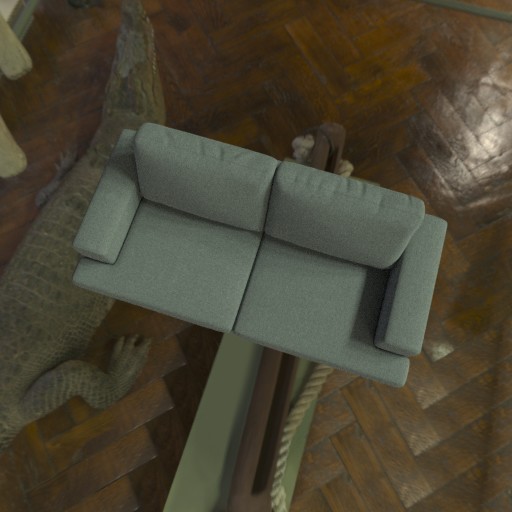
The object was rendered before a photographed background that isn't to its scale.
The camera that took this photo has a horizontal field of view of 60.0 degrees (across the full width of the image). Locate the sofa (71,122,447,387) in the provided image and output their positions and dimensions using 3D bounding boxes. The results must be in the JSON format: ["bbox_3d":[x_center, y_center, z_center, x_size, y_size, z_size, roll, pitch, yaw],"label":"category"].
[{"bbox_3d":[0.000,0.000,2.144,1.650,0.810,0.785,17,75,5],"label":"sofa"}]
